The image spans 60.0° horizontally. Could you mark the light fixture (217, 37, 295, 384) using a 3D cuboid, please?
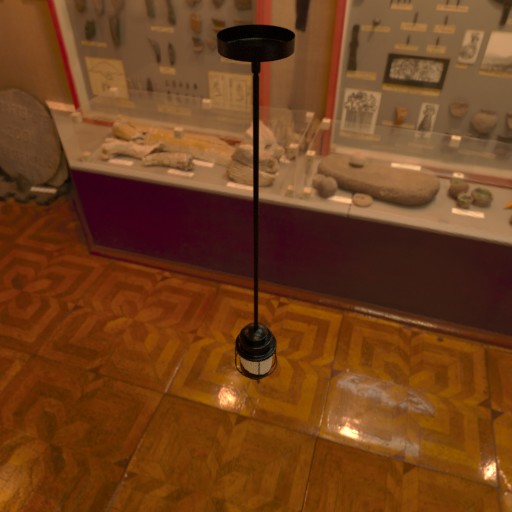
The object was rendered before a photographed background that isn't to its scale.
[{"bbox_3d":[0.000,0.000,0.997,0.123,0.920,0.123,13,43,14],"label":"light fixture"}]
